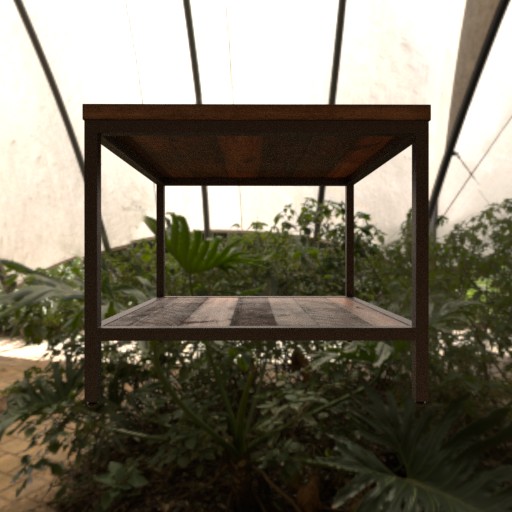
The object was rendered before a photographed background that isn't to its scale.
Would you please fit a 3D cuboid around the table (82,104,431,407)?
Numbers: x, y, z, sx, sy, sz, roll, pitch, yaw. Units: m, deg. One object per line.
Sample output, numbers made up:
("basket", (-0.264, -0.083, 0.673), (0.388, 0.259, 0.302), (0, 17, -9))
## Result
("table", (0.000, 0.000, 0.975), (0.553, 0.482, 0.548), (0, 0, 0))
